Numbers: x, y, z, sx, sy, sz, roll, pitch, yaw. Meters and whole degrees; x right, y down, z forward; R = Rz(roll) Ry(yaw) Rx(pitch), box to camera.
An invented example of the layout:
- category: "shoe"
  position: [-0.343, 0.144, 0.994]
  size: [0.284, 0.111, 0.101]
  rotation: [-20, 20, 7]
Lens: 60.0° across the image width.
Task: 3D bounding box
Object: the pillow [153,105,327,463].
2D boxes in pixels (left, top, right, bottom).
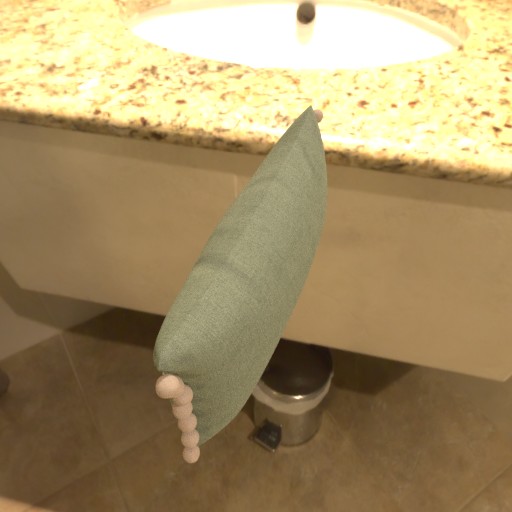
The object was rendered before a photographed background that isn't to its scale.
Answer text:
- category: "pillow"
  position: [0.000, 0.000, 0.841]
  size: [0.201, 0.322, 0.709]
  rotation: [16, 49, 14]
